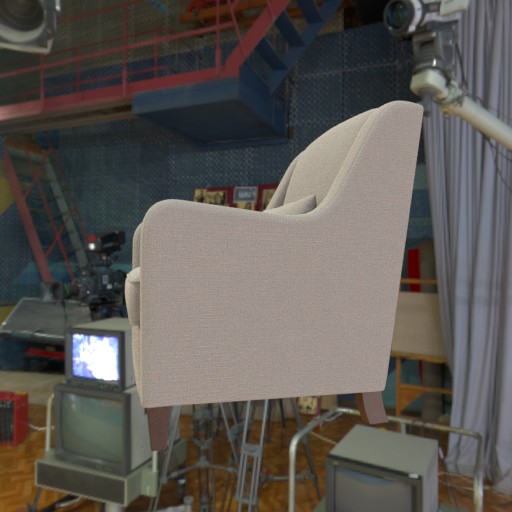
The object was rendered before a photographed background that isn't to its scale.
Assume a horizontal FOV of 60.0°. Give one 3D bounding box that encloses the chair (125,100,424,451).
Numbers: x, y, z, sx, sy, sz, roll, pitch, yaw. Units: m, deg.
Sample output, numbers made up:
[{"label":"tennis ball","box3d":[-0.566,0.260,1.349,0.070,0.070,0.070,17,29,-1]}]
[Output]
[{"label":"chair","box3d":[0.000,0.000,1.586,0.896,1.017,0.715,0,0,-17]}]
